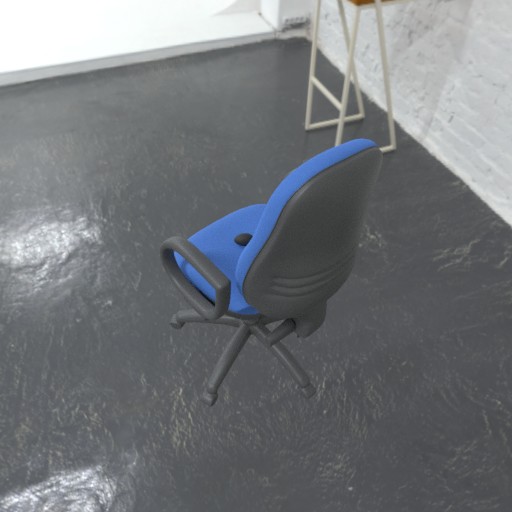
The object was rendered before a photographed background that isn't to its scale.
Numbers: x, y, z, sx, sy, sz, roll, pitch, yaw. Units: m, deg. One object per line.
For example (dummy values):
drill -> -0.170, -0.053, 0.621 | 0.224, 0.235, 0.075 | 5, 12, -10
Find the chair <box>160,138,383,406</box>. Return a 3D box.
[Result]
chair -> 0.000, 0.000, 1.228 | 0.552, 0.905, 0.549 | -33, 55, -27
